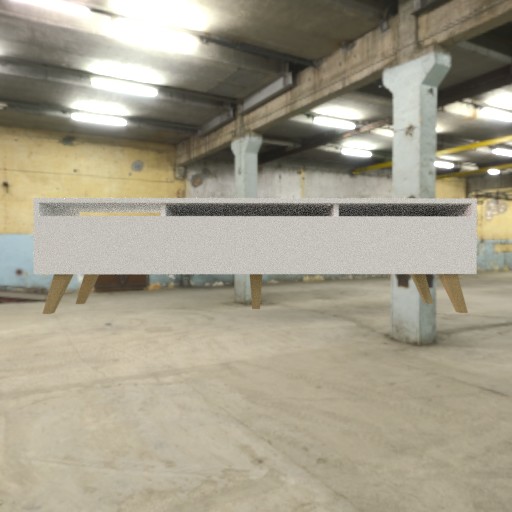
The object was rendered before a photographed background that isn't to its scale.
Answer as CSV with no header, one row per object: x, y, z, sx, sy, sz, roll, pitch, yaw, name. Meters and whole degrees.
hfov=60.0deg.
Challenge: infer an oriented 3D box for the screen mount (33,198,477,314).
0.000,0.000,1.844,1.644,0.432,0.399,0,0,-1,screen mount
